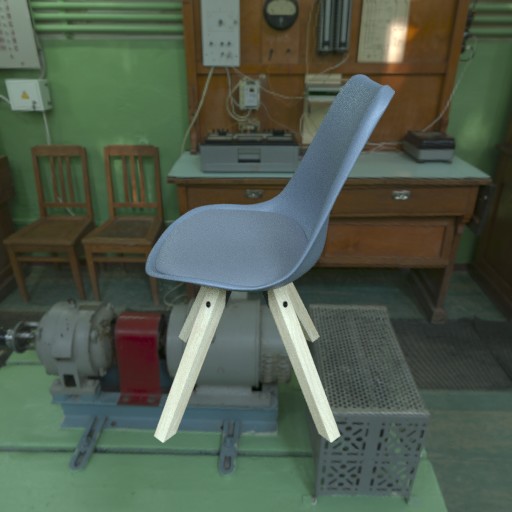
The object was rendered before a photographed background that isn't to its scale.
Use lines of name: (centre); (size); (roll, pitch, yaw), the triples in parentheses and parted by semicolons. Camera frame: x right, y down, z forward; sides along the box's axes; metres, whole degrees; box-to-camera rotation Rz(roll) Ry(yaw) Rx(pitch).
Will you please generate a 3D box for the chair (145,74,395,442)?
chair: (0.000, 0.000, 1.142); (0.550, 0.850, 0.485); (0, 27, 0)
